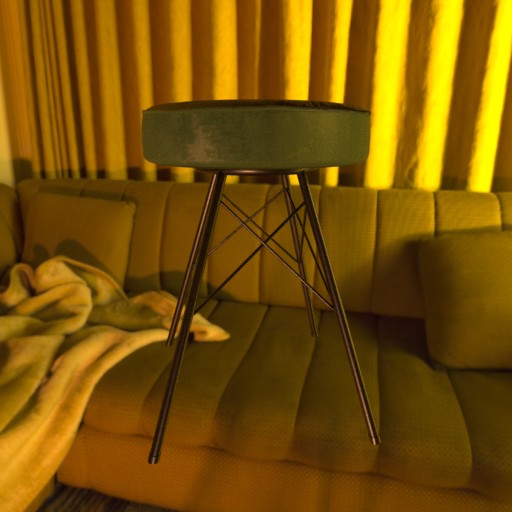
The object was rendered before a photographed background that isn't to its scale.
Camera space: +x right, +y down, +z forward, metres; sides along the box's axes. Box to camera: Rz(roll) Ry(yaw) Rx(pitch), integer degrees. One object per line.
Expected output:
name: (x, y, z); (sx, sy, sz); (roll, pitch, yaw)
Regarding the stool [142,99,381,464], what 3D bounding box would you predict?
stool: (0.000, 0.000, 0.916); (0.430, 0.595, 0.457); (-2, 16, -7)
